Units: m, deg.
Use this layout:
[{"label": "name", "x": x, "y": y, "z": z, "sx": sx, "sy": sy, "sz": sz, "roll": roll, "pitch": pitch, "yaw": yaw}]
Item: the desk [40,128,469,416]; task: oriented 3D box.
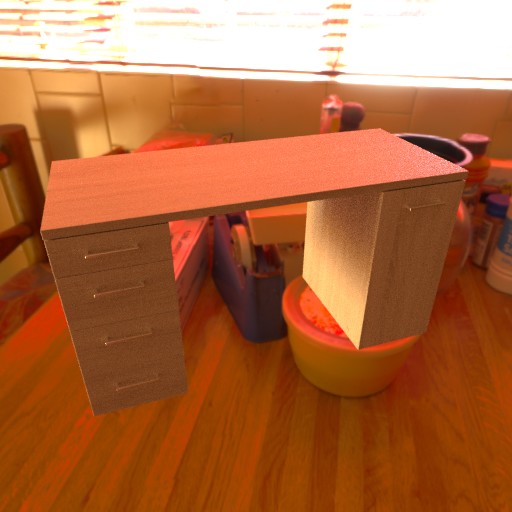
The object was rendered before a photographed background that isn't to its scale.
[{"label": "desk", "x": 0.000, "y": 0.000, "z": 1.771, "sx": 1.390, "sy": 0.740, "sz": 0.600, "roll": -10, "pitch": 33, "yaw": -16}]
